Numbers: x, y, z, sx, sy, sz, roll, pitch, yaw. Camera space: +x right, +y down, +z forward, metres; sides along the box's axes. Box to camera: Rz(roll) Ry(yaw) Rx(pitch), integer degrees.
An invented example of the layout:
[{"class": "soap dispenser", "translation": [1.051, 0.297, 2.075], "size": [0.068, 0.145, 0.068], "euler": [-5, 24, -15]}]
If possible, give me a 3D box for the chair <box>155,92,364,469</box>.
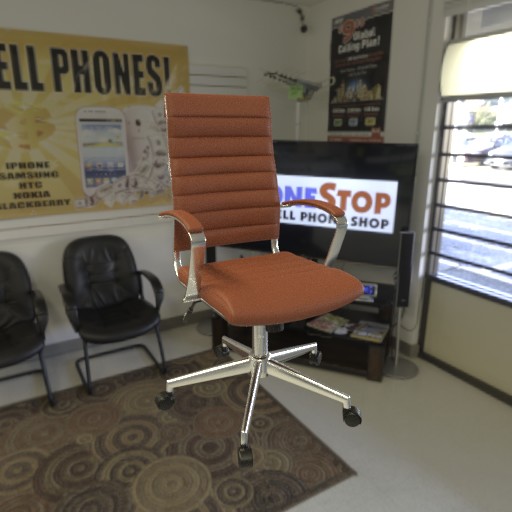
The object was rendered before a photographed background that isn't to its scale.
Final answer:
[{"class": "chair", "translation": [0.000, 0.000, 1.619], "size": [0.766, 1.149, 0.739], "euler": [-8, 18, -27]}]
